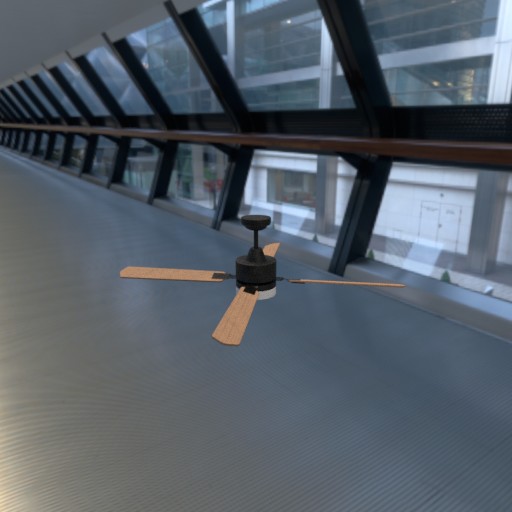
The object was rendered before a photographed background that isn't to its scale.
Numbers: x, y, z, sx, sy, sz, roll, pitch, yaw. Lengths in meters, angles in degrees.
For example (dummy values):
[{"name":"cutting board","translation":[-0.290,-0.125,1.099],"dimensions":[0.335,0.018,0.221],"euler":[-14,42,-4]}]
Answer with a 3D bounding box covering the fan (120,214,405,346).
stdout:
[{"name":"fan","translation":[0.000,0.000,2.008],"dimensions":[1.320,0.355,1.320],"euler":[2,16,9]}]
